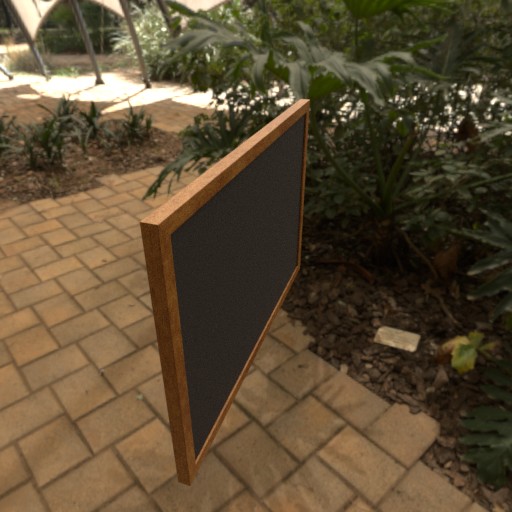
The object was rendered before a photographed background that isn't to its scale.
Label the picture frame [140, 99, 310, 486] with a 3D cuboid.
[{"bbox_3d":[0.000,0.000,1.165,0.029,0.621,0.922,10,32,17],"label":"picture frame"}]
